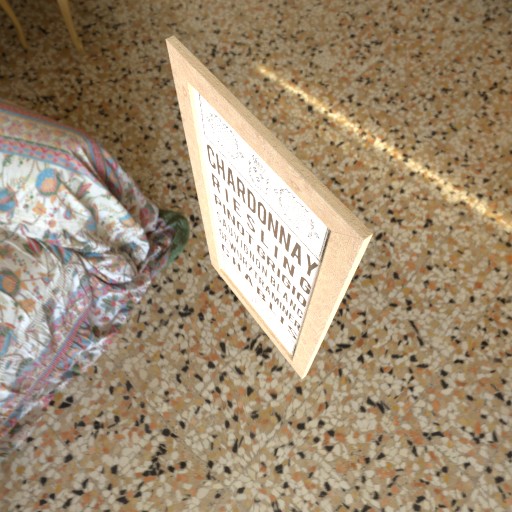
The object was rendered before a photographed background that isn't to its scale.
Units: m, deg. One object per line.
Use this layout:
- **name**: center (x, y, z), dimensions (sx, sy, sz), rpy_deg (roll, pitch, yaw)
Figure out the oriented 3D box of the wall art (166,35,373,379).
- **wall art**: center (0.000, 0.000, 0.824), dimensions (0.013, 0.683, 0.381), rpy_deg (-34, 68, -16)
